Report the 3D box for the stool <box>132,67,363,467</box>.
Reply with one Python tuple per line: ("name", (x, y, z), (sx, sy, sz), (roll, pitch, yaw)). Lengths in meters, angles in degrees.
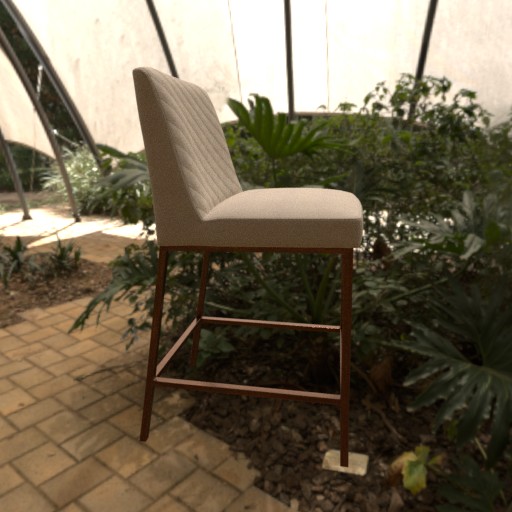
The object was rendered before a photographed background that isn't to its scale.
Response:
("stool", (0.000, 0.000, 1.271), (0.576, 0.973, 0.507), (3, 15, 10))
